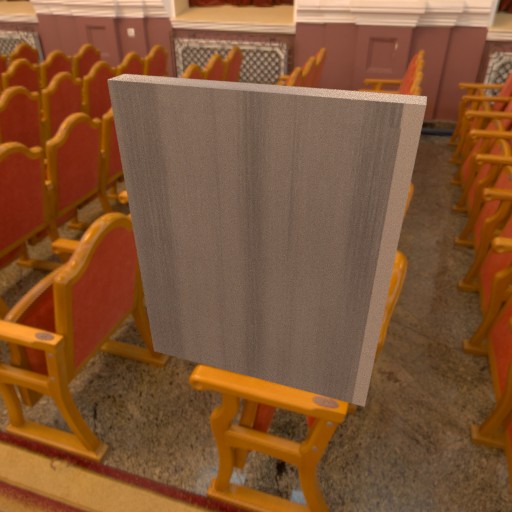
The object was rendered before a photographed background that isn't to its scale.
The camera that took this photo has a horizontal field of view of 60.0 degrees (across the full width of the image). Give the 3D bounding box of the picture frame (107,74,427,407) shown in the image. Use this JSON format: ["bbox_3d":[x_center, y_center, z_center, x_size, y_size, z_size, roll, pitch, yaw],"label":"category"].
[{"bbox_3d":[0.000,0.000,0.764,0.449,0.555,0.046,11,34,16],"label":"picture frame"}]
